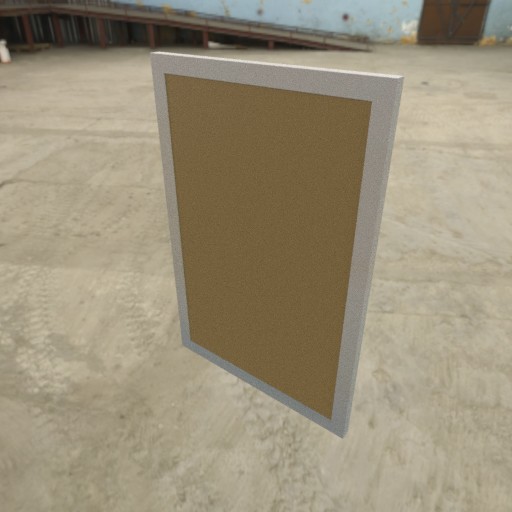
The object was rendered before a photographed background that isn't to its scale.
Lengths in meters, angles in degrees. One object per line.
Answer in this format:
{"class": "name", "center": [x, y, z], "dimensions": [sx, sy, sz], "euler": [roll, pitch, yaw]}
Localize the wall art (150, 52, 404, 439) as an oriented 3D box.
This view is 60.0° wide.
{"class": "wall art", "center": [0.000, 0.000, 1.417], "dimensions": [0.764, 1.143, 0.038], "euler": [21, 37, 31]}
